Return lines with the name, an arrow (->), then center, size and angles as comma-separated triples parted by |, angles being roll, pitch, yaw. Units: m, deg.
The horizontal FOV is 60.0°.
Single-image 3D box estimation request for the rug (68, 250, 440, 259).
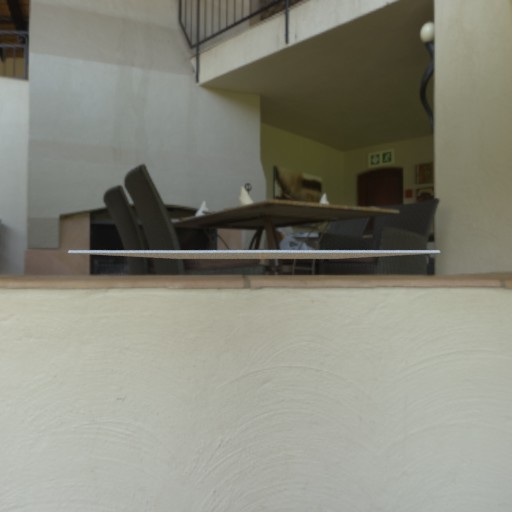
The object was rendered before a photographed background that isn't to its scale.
rug -> 0.000, 0.000, 3.051 | 1.545, 0.016, 2.460 | 0, -1, 0
